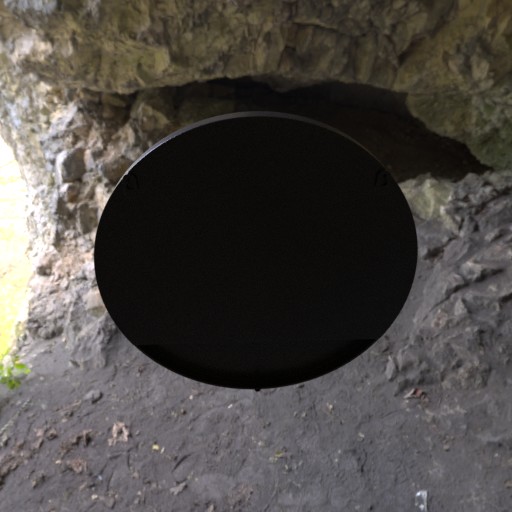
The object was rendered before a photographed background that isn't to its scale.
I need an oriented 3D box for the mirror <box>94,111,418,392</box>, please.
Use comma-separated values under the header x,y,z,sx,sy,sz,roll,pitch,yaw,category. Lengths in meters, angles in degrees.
x,y,z,sx,sy,sz,roll,pitch,yaw,category
0.000,0.000,0.689,0.457,0.457,0.133,-1,31,-2,mirror
